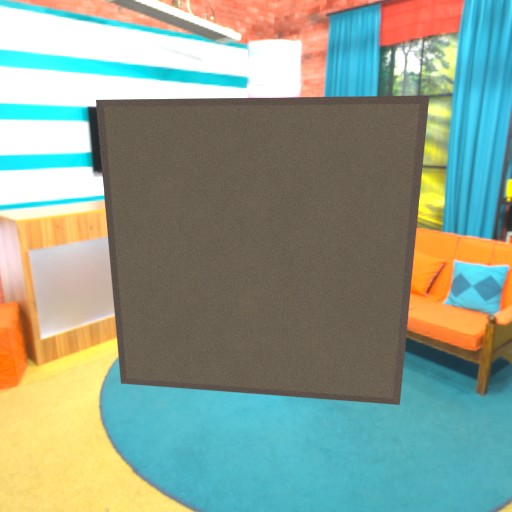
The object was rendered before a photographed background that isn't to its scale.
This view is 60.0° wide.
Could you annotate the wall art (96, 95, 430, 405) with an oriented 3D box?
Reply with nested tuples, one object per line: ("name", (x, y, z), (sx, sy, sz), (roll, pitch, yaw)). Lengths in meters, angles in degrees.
("wall art", (0.000, 0.000, 0.754), (0.508, 0.506, 0.038), (2, 15, 7))
